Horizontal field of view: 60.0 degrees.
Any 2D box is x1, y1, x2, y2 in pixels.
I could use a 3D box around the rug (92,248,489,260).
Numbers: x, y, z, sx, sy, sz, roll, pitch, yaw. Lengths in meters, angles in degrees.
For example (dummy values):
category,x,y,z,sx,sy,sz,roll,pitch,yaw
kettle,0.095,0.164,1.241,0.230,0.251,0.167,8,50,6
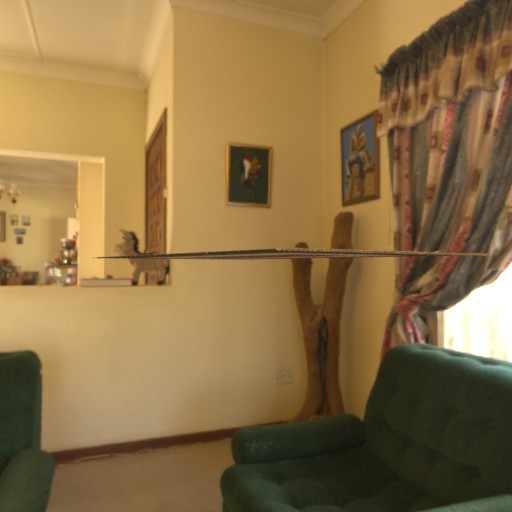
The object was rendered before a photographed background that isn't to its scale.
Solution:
category,x,y,z,sx,sy,sz,roll,pitch,yaw
rug,0.000,0.000,1.897,0.920,0.013,1.541,1,-2,-37
